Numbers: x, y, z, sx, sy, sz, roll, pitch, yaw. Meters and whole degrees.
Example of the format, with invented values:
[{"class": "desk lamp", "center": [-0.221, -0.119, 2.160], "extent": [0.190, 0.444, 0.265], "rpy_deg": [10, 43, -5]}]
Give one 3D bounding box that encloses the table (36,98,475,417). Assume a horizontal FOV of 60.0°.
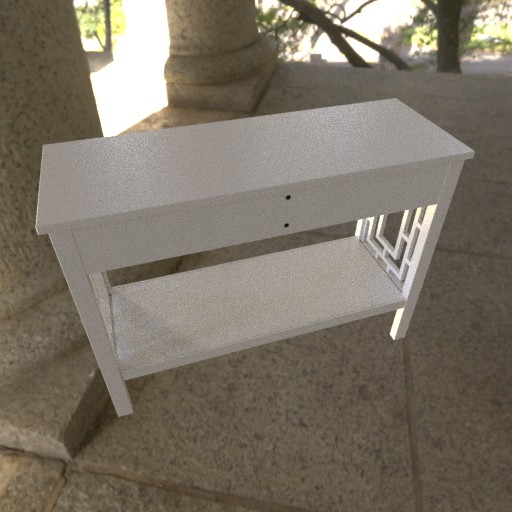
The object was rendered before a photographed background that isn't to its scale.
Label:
[{"class": "table", "center": [0.000, 0.000, 1.411], "extent": [1.068, 0.753, 0.397], "rpy_deg": [-12, 42, -14]}]
